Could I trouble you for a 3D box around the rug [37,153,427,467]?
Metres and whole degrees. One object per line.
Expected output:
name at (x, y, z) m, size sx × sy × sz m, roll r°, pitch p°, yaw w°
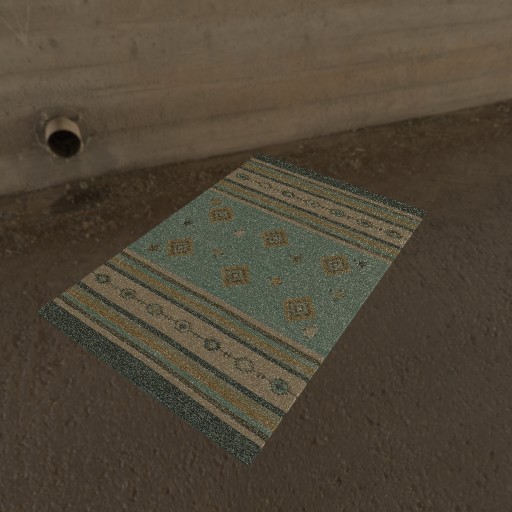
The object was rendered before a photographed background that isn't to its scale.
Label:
rug at (0.000, 0.000, 2.343) m, size 1.212 × 0.010 × 1.811 m, roll 25°, pitch 48°, yaw 25°
